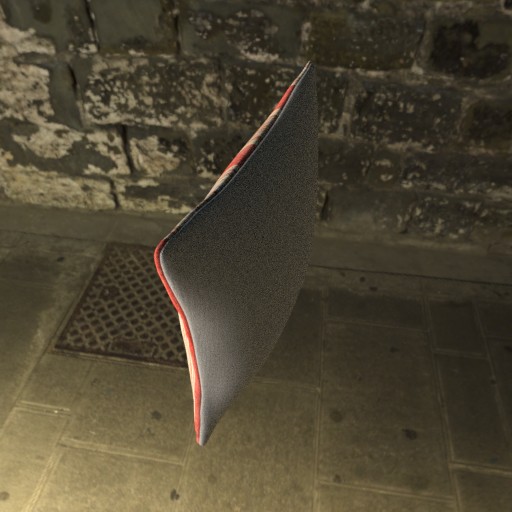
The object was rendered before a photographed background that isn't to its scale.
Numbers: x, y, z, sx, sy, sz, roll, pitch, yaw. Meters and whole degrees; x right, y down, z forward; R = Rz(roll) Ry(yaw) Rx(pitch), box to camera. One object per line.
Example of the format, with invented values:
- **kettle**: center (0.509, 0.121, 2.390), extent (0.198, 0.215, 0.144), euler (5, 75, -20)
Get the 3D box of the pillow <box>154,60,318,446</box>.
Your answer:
- **pillow**: center (0.000, 0.000, 0.657), extent (0.136, 0.419, 0.437), euler (17, 48, 16)
